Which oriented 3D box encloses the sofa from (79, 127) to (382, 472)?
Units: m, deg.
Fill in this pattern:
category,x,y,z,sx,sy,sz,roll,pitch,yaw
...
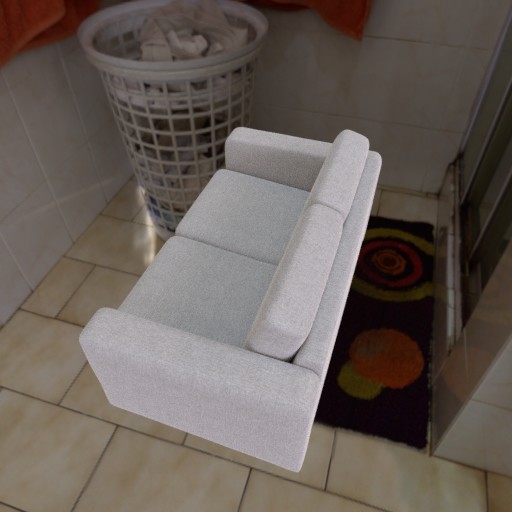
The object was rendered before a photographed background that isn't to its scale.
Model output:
category,x,y,z,sx,sy,sz,roll,pitch,yaw
sofa,0.000,0.000,2.085,0.900,0.800,1.540,14,47,14
